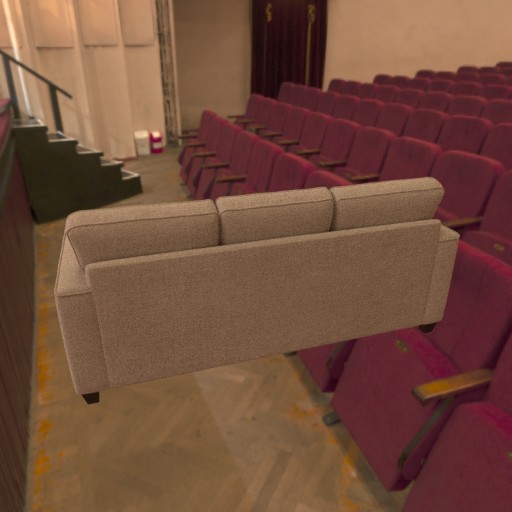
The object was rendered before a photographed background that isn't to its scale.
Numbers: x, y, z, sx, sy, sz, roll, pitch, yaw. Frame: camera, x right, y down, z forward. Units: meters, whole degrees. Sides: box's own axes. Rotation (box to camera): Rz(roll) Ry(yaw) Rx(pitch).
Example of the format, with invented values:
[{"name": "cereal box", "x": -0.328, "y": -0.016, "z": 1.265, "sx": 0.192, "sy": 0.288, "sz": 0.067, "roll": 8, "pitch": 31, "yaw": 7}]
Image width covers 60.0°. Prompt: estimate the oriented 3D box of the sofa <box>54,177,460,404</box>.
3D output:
[{"name": "sofa", "x": 0.000, "y": 0.000, "z": 2.645, "sx": 2.133, "sy": 0.965, "sz": 0.939, "roll": -8, "pitch": 26, "yaw": -16}]
